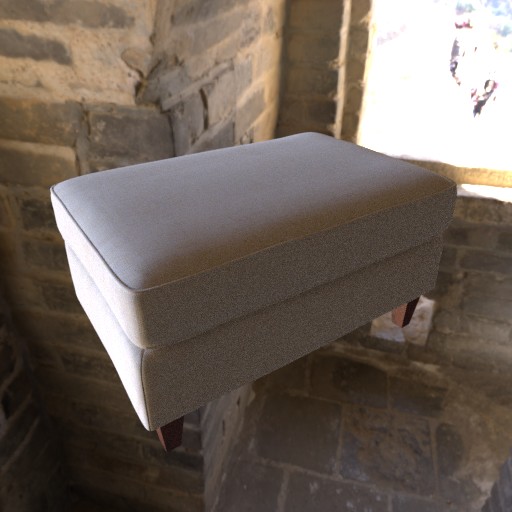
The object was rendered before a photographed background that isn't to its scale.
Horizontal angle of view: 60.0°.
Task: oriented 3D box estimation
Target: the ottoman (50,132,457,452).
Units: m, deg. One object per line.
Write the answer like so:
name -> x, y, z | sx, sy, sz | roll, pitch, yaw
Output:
ottoman -> 0.000, 0.000, 1.181 | 0.862, 0.484, 0.583 | -19, 35, -29
